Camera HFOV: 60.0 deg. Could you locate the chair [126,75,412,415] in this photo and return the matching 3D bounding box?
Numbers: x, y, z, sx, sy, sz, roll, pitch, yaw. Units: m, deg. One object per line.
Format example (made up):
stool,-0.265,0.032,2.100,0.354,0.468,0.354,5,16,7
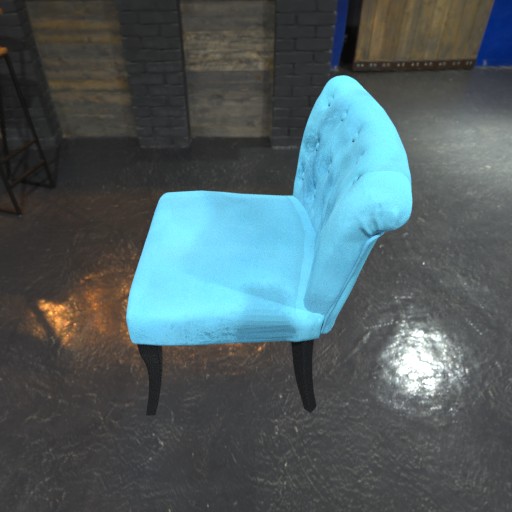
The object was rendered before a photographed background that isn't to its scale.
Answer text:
chair,0.000,0.000,1.163,0.605,0.750,0.582,0,41,0
